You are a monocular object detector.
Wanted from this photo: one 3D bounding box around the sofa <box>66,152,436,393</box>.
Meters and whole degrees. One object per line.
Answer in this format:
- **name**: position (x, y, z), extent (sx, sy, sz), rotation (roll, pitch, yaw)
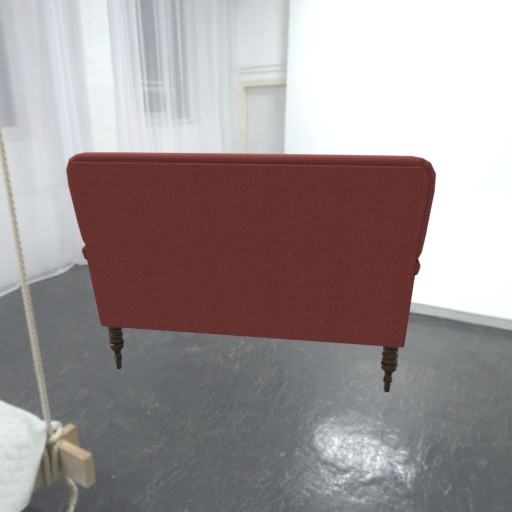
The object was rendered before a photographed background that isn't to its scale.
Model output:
- **sofa**: position (0.000, 0.000, 1.863), extent (1.297, 0.889, 0.779), rotation (3, 17, 8)
